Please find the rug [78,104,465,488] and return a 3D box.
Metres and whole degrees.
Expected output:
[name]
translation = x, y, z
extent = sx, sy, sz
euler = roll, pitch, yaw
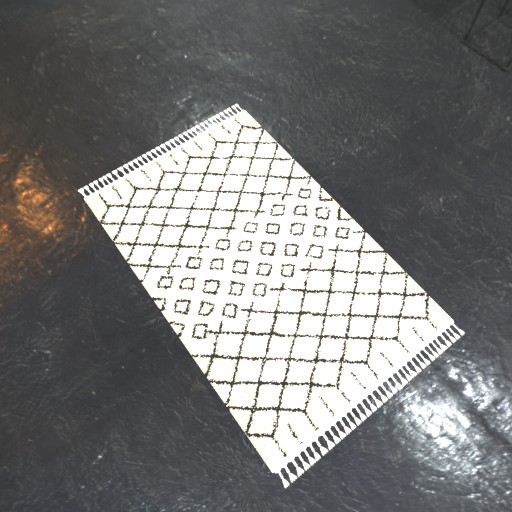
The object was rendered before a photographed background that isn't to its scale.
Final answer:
[rug]
translation = 0.000, 0.000, 2.484
extent = 1.196, 0.008, 2.006
euler = -34, 68, -16
